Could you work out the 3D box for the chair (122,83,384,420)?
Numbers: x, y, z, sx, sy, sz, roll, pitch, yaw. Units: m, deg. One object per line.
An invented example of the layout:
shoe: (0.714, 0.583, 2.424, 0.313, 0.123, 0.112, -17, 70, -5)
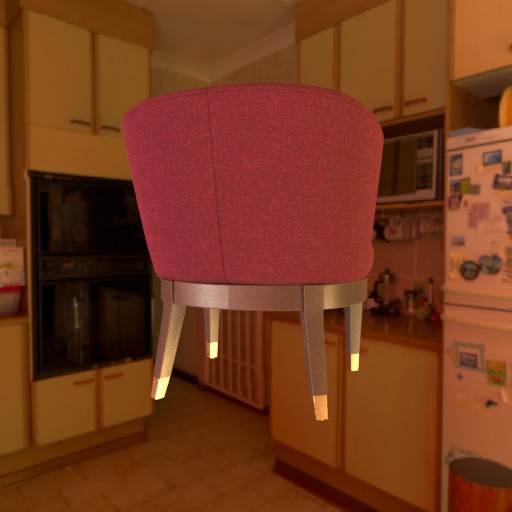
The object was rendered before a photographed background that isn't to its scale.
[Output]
chair: (0.000, 0.000, 1.278, 0.700, 0.760, 0.660, 1, 2, 18)
